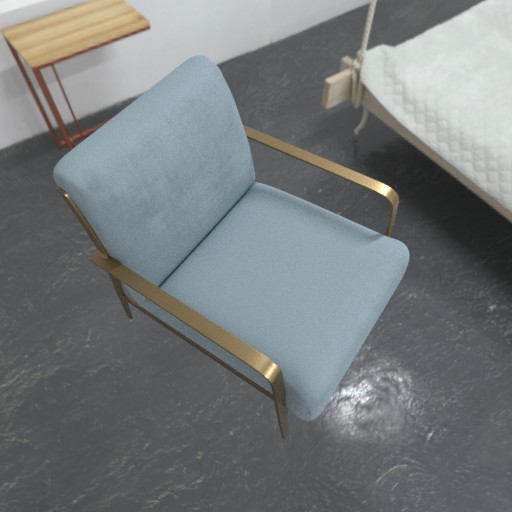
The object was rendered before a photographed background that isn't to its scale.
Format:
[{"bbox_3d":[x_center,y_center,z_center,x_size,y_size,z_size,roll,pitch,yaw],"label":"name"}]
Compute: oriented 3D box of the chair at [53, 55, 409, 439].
[{"bbox_3d":[0.000,0.000,1.429,0.842,0.824,0.701,31,63,18],"label":"chair"}]
